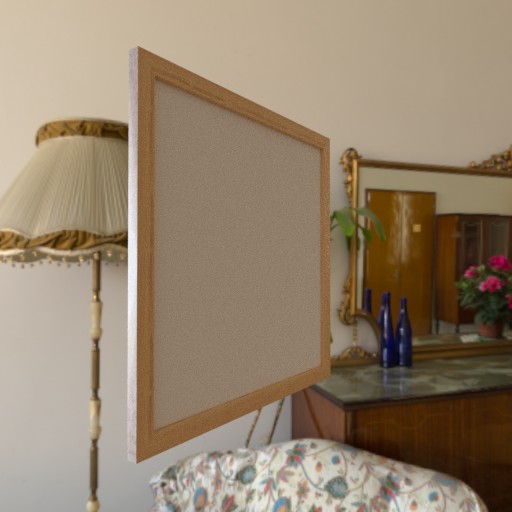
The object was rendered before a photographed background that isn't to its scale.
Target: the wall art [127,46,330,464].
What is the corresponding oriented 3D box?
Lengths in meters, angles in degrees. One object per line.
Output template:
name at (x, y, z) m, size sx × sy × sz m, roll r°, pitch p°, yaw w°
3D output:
wall art at (0.000, 0.000, 1.121) m, size 0.027 × 0.762 × 0.762 m, roll -1°, pitch -1°, yaw 37°
